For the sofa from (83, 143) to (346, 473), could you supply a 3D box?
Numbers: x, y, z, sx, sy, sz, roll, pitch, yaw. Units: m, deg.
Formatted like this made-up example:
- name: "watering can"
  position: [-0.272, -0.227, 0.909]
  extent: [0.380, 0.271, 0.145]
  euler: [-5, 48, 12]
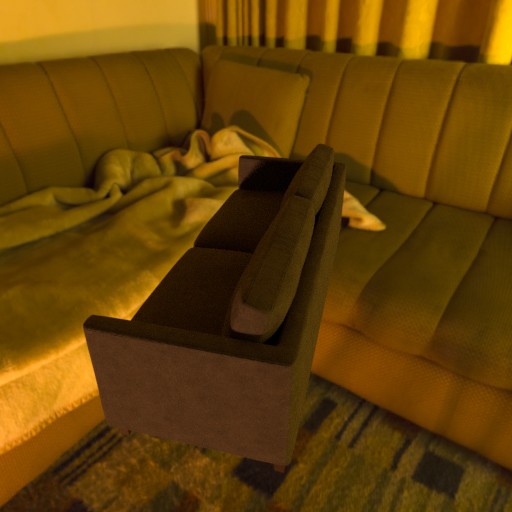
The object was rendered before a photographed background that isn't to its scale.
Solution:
- name: "sofa"
  position: [0.000, 0.000, 2.910]
  extent: [0.951, 0.965, 2.434]
  euler: [8, 31, 13]
